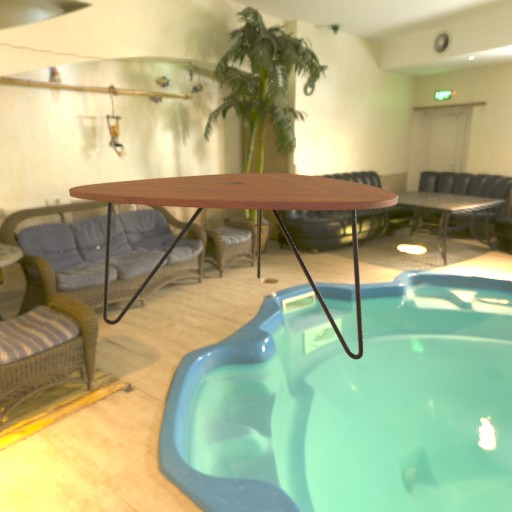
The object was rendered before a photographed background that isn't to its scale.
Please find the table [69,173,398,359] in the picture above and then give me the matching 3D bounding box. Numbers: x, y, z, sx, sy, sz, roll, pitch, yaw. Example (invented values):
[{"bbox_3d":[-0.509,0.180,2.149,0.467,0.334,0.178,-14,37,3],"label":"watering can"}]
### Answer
[{"bbox_3d":[0.000,0.000,1.304,0.821,0.413,0.833,14,20,42],"label":"table"}]
